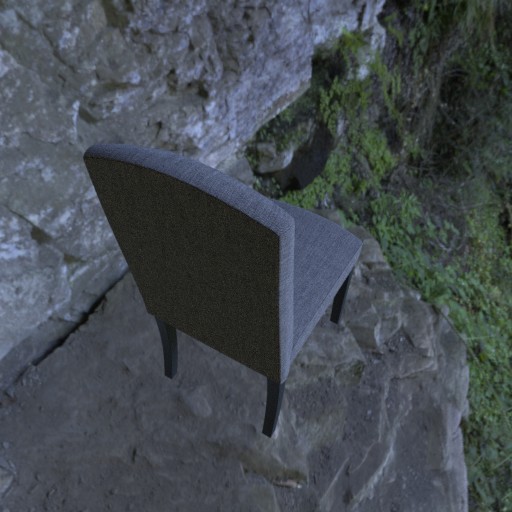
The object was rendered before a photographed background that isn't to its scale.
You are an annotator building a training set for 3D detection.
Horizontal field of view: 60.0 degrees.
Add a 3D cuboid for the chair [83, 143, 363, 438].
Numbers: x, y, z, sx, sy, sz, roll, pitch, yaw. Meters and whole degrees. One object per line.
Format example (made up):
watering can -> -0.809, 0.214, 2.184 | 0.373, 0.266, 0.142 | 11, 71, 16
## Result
chair -> 0.000, 0.000, 1.240 | 0.451, 0.917, 0.580 | 23, 50, 21
